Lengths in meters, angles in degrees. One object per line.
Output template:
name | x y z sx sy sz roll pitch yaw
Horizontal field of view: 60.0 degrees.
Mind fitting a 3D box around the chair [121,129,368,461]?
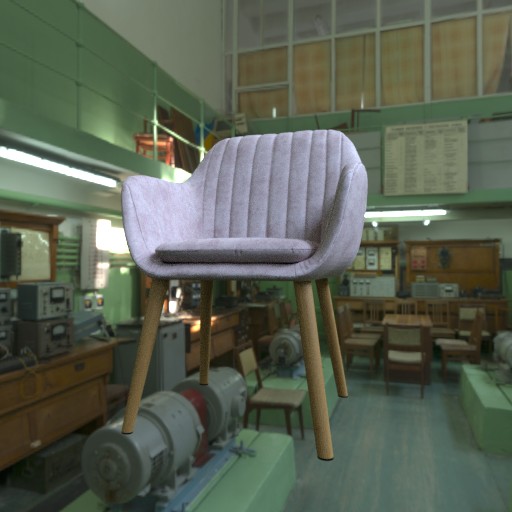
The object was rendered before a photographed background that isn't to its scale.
chair | 0.000 0.000 1.233 0.610 0.832 0.570 0 -1 17
